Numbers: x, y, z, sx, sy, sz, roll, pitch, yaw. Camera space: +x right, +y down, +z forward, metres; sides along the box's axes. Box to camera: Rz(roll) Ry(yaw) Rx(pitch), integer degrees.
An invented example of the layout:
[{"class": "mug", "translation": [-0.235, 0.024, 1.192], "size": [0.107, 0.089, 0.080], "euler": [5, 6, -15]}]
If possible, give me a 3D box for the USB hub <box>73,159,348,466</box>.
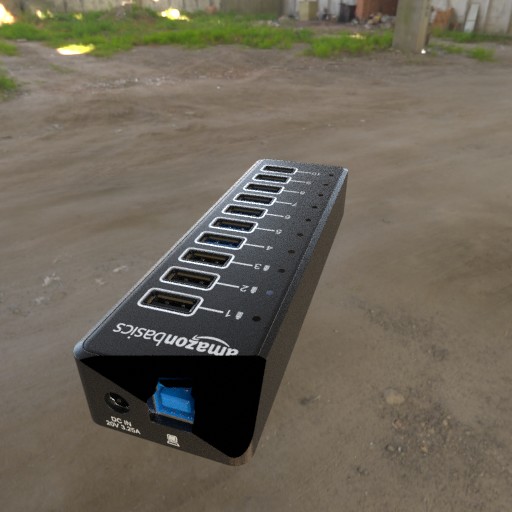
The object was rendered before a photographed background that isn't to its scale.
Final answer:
[{"class": "USB hub", "translation": [0.000, 0.000, 0.159], "size": [0.044, 0.023, 0.145], "euler": [10, 32, 16]}]
